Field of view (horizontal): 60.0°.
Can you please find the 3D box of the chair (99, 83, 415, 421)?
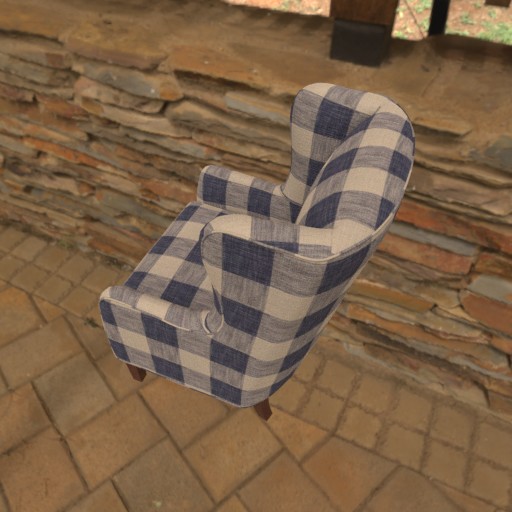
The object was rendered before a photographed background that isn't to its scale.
[{"bbox_3d":[0.000,0.000,1.644,0.889,1.041,0.830,16,48,15],"label":"chair"}]
